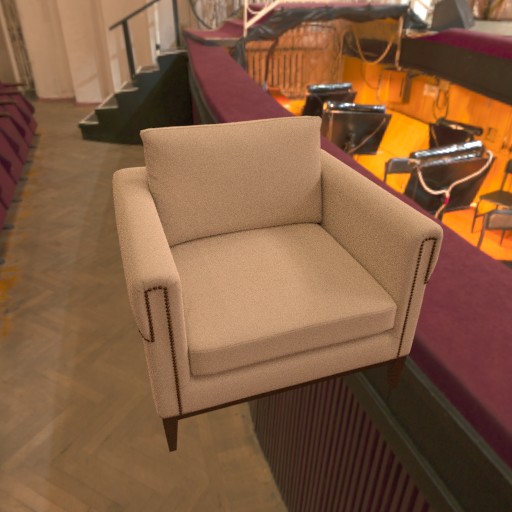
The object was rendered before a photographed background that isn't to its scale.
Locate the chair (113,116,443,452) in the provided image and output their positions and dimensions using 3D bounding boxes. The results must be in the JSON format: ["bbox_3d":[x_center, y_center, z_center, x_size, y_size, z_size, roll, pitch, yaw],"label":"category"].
[{"bbox_3d":[0.000,0.000,1.719,0.982,0.915,0.896,-10,32,-16],"label":"chair"}]
